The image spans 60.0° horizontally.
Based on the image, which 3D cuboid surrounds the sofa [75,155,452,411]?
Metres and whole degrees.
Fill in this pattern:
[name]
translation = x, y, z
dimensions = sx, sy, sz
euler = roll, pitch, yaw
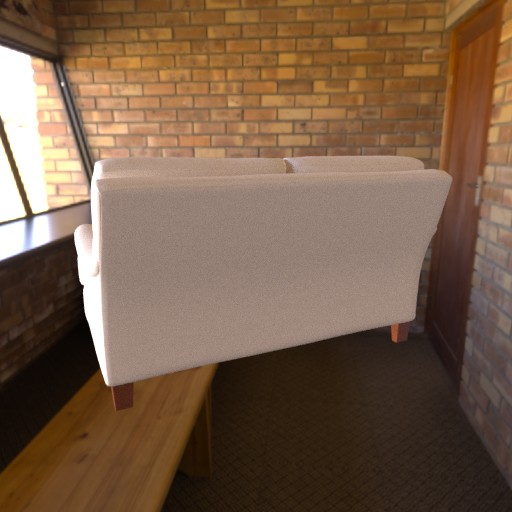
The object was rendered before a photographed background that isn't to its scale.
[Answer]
[sofa]
translation = 0.000, 0.000, 2.495
dimensions = 1.853, 1.101, 1.084
euler = -6, 15, -25
